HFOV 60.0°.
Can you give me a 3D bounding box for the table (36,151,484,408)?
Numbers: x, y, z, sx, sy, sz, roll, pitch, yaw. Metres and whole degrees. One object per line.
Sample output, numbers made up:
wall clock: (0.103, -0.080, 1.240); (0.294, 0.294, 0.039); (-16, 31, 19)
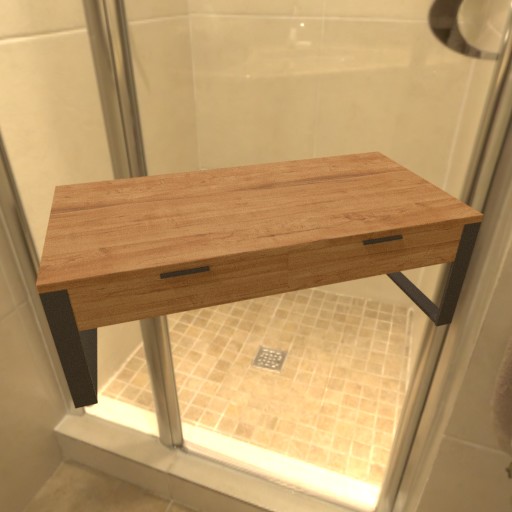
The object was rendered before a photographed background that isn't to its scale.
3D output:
table: (0.000, 0.000, 1.450); (1.180, 0.400, 0.590); (-9, 33, -14)
